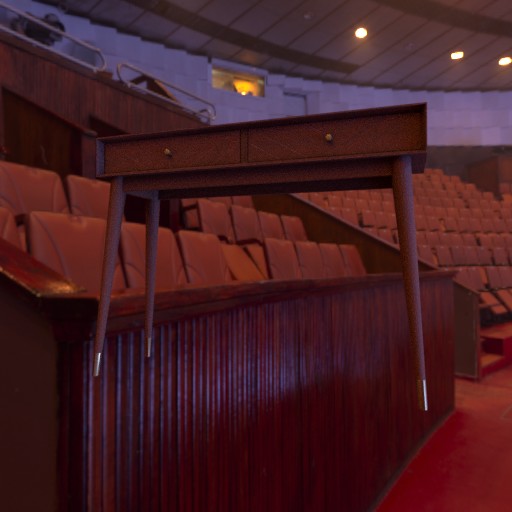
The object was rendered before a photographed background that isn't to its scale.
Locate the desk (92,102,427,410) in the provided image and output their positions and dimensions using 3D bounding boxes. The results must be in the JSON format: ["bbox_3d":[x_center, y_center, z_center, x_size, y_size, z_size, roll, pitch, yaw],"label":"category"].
[{"bbox_3d":[0.000,0.000,1.683,1.204,0.917,0.384,0,-1,19],"label":"desk"}]
